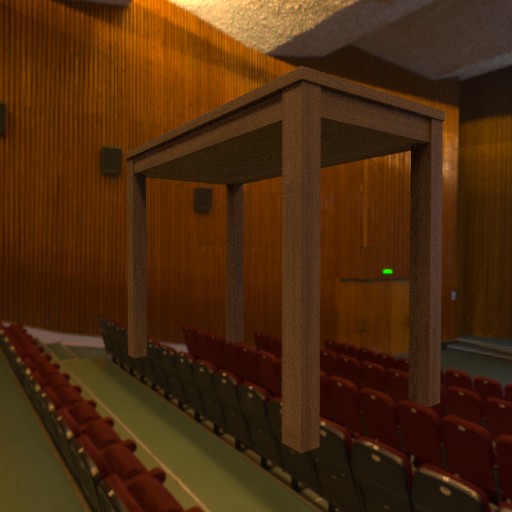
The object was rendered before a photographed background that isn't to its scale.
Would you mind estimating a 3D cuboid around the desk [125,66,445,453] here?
[{"bbox_3d":[0.000,0.000,1.413,0.495,0.762,0.991,-1,2,-36],"label":"desk"}]
